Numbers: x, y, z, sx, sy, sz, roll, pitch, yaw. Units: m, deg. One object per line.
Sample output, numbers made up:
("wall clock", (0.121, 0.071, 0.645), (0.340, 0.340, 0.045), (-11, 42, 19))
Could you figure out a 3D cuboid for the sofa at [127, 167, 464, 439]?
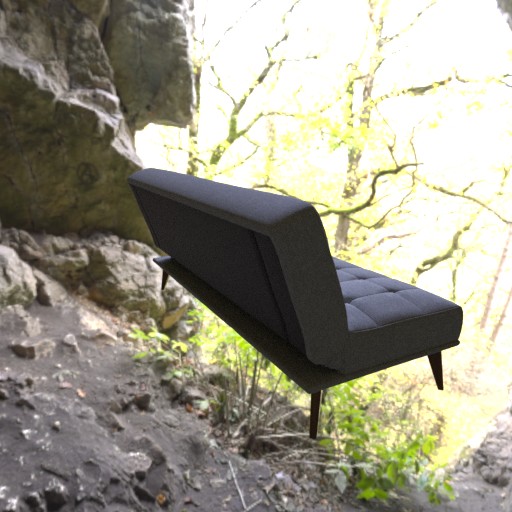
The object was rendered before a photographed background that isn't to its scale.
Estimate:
("sofa", (0.000, 0.000, 2.252), (0.860, 0.810, 1.800), (-8, 17, -27))
